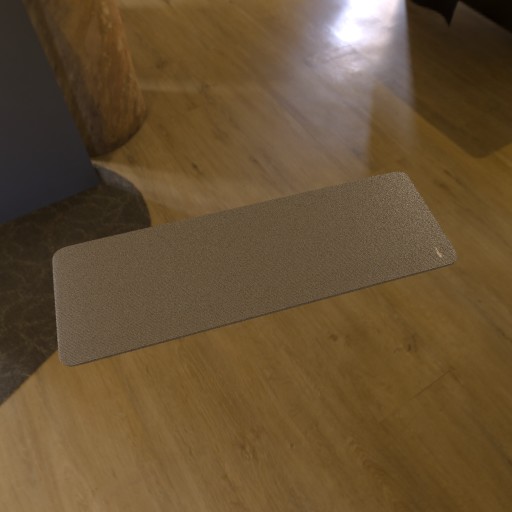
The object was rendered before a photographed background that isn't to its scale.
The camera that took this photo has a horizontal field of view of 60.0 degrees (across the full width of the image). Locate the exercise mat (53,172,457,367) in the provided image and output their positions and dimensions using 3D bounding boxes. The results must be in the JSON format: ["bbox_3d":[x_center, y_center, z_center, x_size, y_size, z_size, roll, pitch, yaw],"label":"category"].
[{"bbox_3d":[0.000,0.000,2.137,1.884,0.021,0.616,-14,58,-9],"label":"exercise mat"}]
